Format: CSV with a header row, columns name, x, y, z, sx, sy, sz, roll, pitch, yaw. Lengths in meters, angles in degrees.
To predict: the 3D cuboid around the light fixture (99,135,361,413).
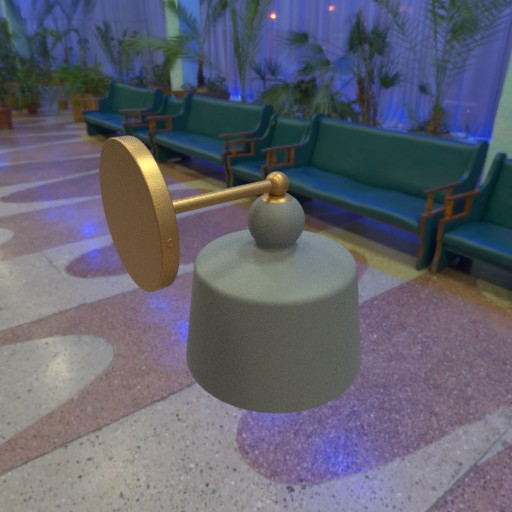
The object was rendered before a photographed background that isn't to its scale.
name,x,y,z,sx,sy,sz,roll,pitch,yaw
light fixture,0.000,0.000,0.453,0.254,0.268,0.204,-18,32,-32
